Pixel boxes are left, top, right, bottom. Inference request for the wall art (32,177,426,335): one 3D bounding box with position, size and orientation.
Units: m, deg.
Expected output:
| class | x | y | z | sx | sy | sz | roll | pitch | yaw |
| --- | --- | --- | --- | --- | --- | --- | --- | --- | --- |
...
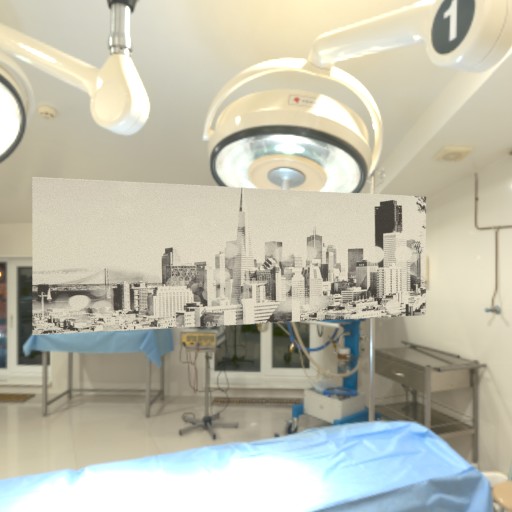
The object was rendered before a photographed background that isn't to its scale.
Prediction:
| class | x | y | z | sx | sy | sz | roll | pitch | yaw |
| --- | --- | --- | --- | --- | --- | --- | --- | --- | --- |
| wall art | 0.000 | 0.000 | 1.675 | 1.520 | 0.507 | 0.039 | 0 | 0 | -18 |
